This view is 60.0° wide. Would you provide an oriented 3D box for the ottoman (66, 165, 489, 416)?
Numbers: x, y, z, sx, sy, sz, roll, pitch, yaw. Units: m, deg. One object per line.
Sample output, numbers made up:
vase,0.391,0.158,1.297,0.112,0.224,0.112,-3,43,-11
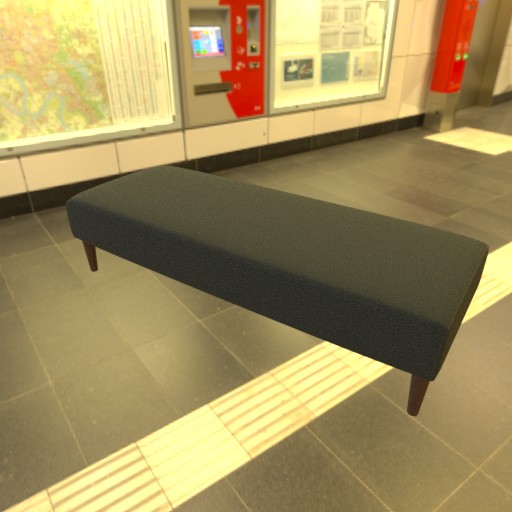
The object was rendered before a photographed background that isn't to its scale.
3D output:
ottoman,0.000,0.000,1.823,1.609,0.393,0.646,18,34,30
